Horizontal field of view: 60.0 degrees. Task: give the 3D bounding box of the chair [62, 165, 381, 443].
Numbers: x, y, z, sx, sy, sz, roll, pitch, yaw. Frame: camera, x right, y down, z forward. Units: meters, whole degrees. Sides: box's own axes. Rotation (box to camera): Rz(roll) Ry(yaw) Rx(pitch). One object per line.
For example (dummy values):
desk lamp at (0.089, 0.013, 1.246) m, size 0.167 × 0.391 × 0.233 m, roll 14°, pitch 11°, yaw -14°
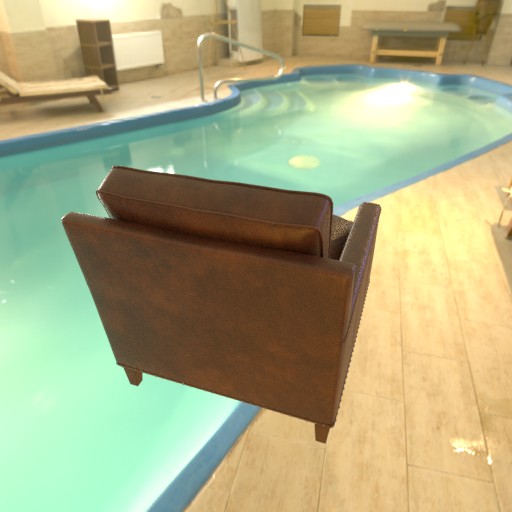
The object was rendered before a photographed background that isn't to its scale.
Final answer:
chair at (0.000, 0.000, 1.736) m, size 0.853 × 0.929 × 1.014 m, roll 11°, pitch 34°, yaw 17°
